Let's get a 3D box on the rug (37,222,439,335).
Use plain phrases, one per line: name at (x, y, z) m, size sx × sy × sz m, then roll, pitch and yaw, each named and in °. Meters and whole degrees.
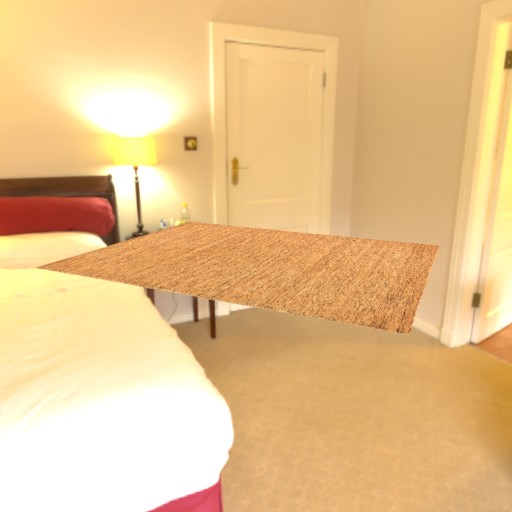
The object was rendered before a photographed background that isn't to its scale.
rug at (0.000, 0.000, 4.366) m, size 3.200 × 0.012 × 2.438 m, roll 7°, pitch 17°, yaw 25°
